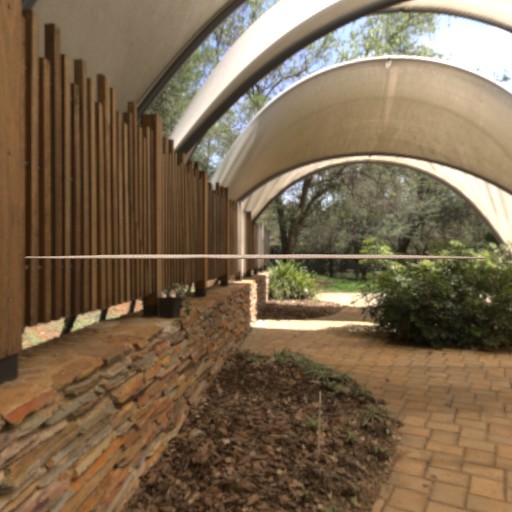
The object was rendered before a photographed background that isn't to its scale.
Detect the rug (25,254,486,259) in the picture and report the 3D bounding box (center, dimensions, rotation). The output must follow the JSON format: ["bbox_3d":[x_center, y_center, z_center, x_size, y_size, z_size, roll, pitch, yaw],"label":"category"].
[{"bbox_3d":[0.000,0.000,4.434,3.357,0.019,2.449,0,1,1],"label":"rug"}]
